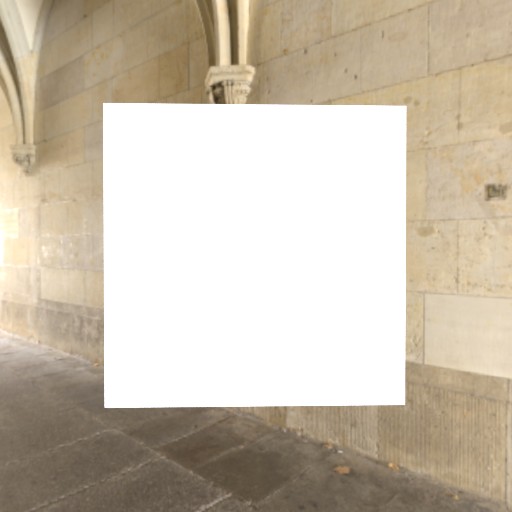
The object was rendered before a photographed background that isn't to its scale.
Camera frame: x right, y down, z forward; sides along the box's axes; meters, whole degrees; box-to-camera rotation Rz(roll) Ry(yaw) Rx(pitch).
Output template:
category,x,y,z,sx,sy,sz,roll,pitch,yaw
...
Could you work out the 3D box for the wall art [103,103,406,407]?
category,x,y,z,sx,sy,sz,roll,pitch,yaw
wall art,0.000,0.000,0.836,0.559,0.559,0.028,0,1,-2
